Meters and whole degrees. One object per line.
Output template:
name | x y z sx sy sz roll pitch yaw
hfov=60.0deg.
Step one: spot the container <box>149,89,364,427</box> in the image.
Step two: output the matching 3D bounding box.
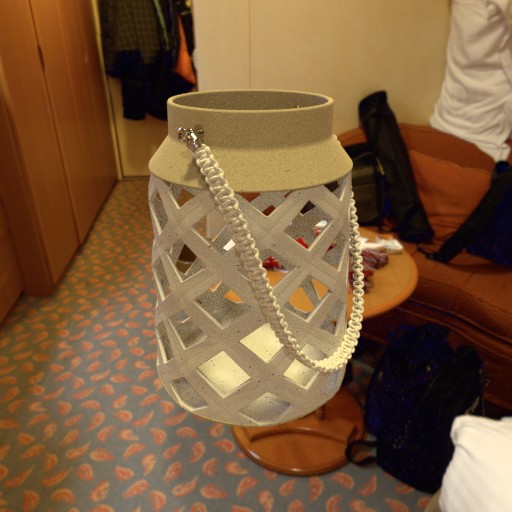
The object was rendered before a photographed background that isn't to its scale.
container | 0.000 0.000 0.392 0.198 0.264 0.188 19 32 33
